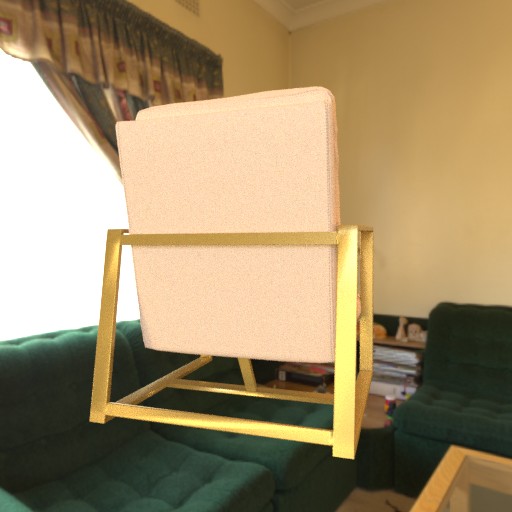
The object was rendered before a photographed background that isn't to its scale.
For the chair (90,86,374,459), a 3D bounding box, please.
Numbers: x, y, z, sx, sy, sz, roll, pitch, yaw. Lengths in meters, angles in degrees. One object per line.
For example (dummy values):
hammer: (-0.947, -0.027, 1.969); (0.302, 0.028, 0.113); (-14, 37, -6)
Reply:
chair: (0.000, 0.000, 1.552); (0.758, 0.956, 0.813); (0, 1, 18)
